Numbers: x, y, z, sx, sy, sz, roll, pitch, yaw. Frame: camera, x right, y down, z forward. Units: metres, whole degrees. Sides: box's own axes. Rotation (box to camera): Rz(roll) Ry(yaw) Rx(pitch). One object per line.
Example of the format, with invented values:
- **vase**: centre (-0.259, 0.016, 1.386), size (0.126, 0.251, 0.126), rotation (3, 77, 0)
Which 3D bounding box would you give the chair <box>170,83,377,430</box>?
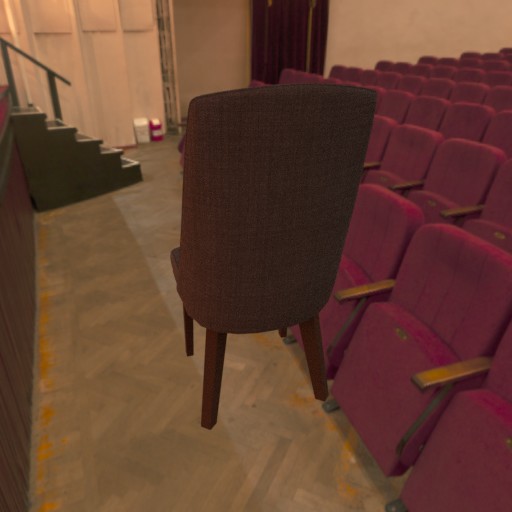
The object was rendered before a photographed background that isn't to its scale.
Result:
- **chair**: centre (0.000, 0.000, 1.370), size (0.510, 1.050, 0.577), rotation (-8, 28, -16)
